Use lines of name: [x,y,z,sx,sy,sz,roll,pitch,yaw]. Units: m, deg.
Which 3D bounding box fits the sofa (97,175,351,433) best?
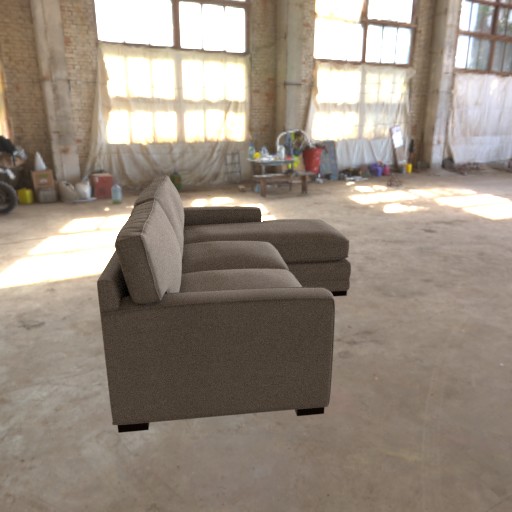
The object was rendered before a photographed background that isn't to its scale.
sofa: [0.000,0.000,2.791,1.496,0.861,2.087,-2,17,-8]
